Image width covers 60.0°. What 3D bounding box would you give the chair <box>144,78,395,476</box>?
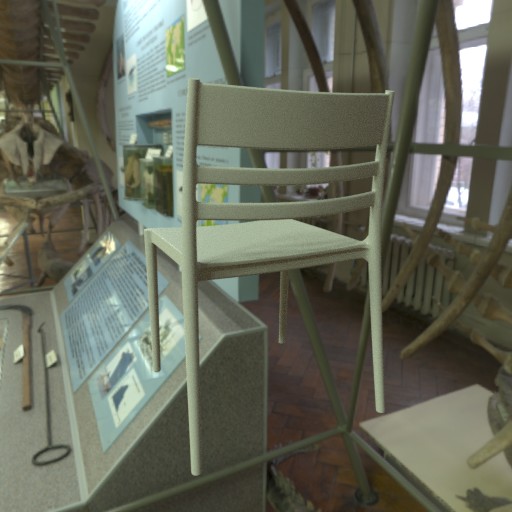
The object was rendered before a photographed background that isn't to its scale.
[{"bbox_3d":[0.000,0.000,1.160,0.531,0.800,0.511,-7,16,-25],"label":"chair"}]
